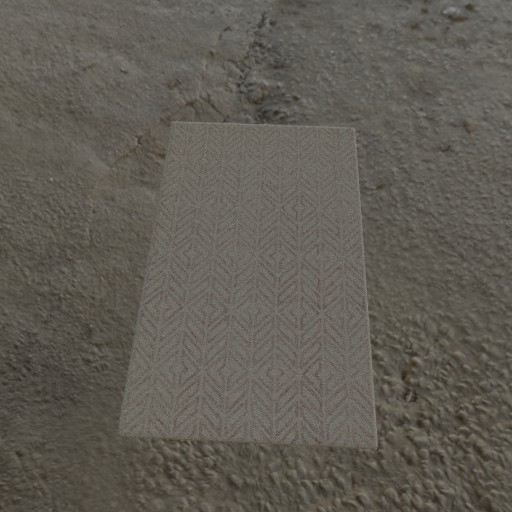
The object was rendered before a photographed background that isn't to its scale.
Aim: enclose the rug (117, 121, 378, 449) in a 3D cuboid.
[{"bbox_3d":[0.000,0.000,3.126,1.523,0.008,2.438,2,63,1],"label":"rug"}]
